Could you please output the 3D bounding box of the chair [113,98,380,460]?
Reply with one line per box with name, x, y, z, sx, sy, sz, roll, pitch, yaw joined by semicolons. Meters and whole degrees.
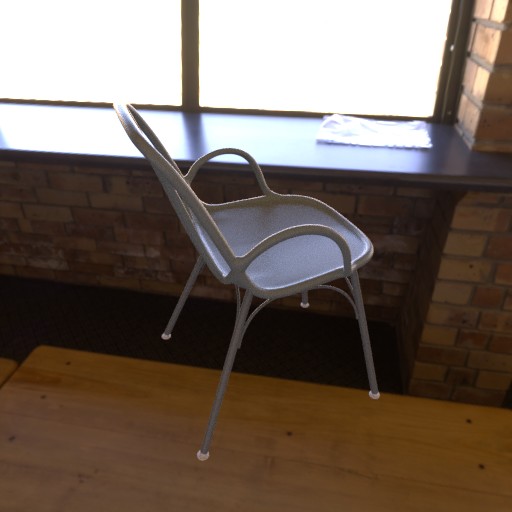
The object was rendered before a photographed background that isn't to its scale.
chair;0.000;0.000;1.184;0.597;0.816;0.549;-11;33;-18
